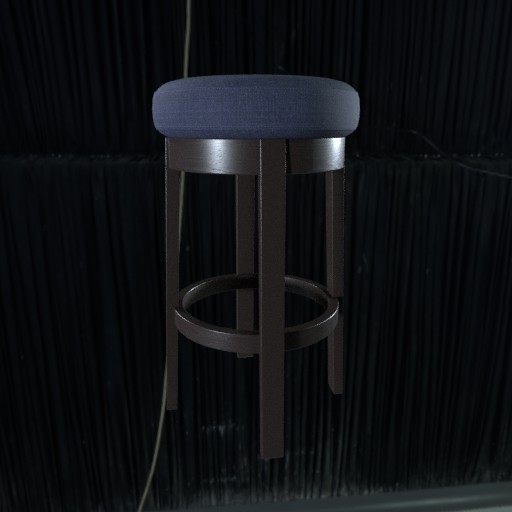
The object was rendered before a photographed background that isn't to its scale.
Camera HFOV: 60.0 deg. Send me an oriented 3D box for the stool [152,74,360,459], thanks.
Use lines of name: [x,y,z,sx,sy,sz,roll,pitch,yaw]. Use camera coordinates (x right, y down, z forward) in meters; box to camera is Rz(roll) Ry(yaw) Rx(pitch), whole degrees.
stool: [0.000,0.000,1.028,0.446,0.758,0.446,0,16,0]
